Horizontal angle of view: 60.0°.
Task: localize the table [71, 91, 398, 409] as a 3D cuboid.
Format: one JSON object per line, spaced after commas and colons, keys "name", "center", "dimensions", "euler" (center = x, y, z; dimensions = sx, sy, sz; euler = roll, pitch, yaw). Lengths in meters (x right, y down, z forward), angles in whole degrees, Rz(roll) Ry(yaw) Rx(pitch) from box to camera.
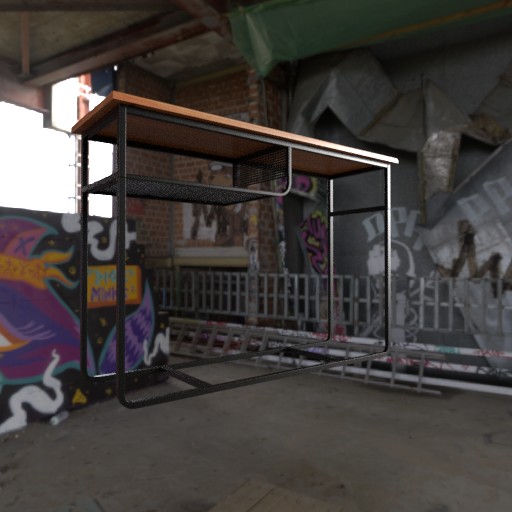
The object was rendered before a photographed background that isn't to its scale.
{"name": "table", "center": [0.000, 0.000, 1.491], "dimensions": [1.100, 0.750, 0.350], "euler": [1, -1, -37]}
